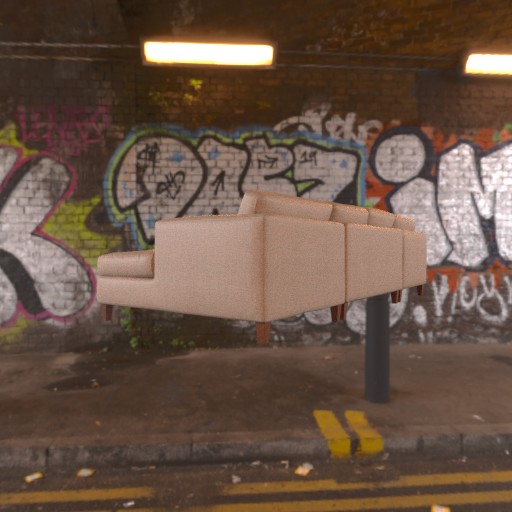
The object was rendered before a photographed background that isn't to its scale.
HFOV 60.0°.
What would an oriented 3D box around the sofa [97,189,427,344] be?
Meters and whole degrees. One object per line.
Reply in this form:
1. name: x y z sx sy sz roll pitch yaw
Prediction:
1. sofa: 0.000 0.000 4.629 2.594 0.961 3.460 1 1 35
